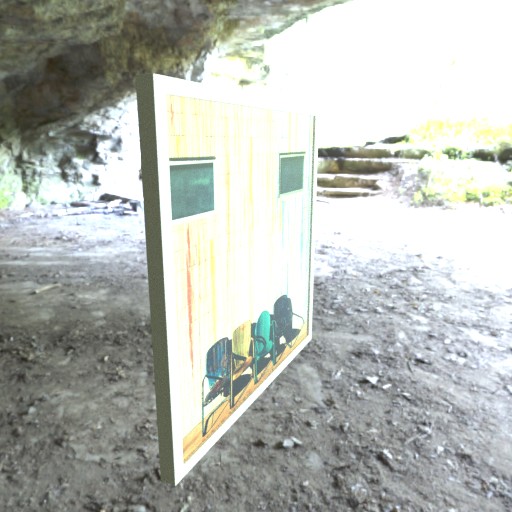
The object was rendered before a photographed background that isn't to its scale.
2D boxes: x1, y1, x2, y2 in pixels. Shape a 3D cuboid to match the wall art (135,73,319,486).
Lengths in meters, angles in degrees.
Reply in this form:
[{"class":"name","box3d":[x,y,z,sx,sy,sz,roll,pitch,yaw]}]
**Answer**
[{"class":"wall art","box3d":[0.000,0.000,1.114,0.036,0.760,0.760,7,16,27]}]
